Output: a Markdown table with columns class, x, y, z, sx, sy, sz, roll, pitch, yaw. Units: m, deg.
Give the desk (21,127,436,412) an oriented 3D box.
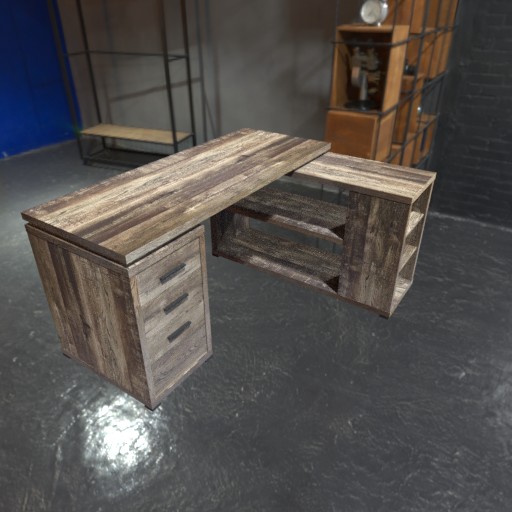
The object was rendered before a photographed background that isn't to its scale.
| class | x | y | z | sx | sy | sz | roll | pitch | yaw |
| --- | --- | --- | --- | --- | --- | --- | --- | --- | --- |
| desk | 0.000 | 0.000 | 2.183 | 1.200 | 0.753 | 1.524 | 19 | 36 | 29 |
